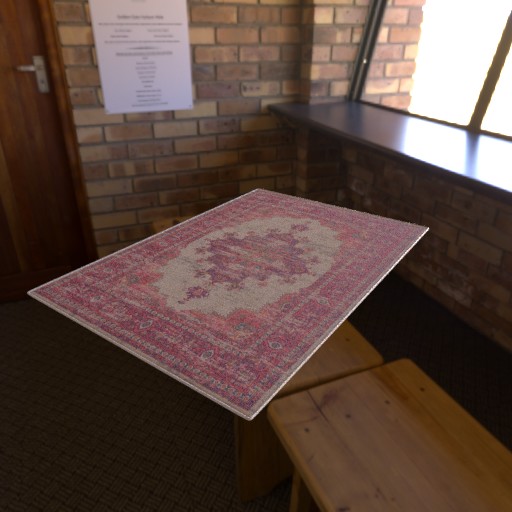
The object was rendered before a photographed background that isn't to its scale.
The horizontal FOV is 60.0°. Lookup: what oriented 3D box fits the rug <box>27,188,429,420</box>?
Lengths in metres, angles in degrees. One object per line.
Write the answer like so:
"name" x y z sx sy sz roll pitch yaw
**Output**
"rug" 0.000 0.000 3.705 2.005 0.014 2.878 18 32 31
